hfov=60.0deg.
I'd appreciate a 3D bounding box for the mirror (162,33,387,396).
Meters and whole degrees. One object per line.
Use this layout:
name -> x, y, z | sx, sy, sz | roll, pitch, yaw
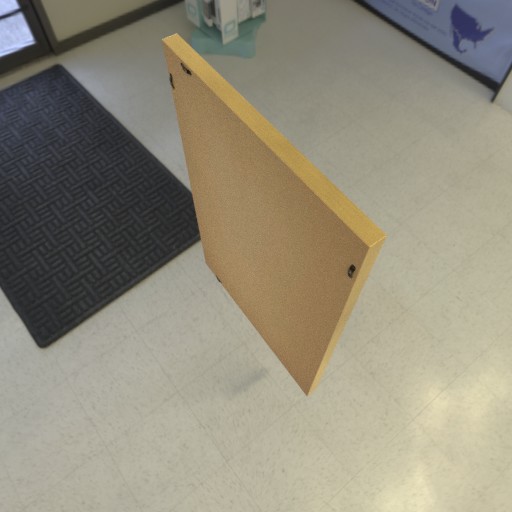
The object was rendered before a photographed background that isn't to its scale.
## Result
mirror -> 0.000, 0.000, 1.168 | 0.040, 0.915, 0.609 | -32, 64, -17
